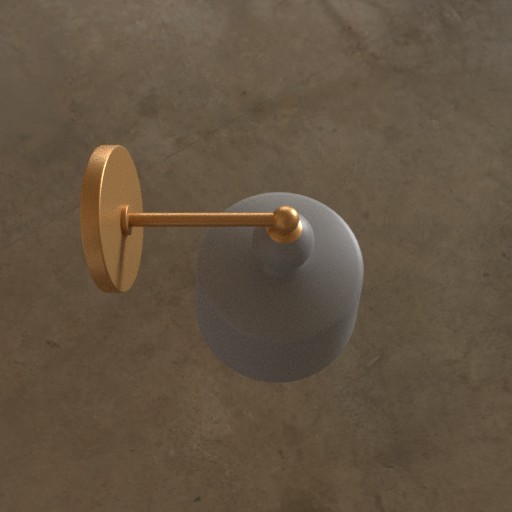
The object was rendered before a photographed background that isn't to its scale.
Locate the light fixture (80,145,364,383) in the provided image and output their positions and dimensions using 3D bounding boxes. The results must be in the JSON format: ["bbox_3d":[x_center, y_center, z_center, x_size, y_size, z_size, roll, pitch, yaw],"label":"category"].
[{"bbox_3d":[0.000,0.000,0.446,0.254,0.268,0.204,0,64,0],"label":"light fixture"}]
